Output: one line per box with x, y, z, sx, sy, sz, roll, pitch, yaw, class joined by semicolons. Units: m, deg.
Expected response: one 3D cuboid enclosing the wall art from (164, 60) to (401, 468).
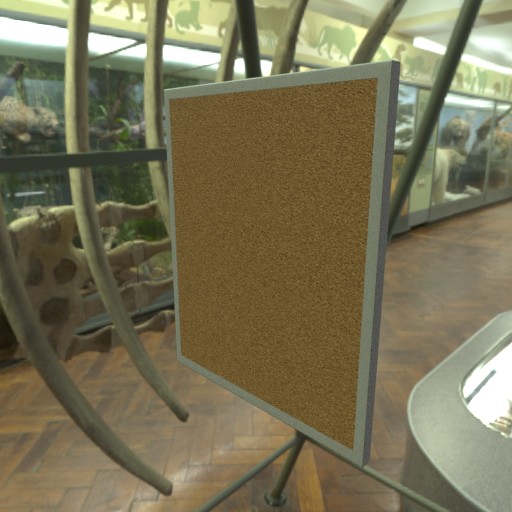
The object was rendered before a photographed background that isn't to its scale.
0.000;0.000;0.717;0.444;0.536;0.020;14;20;43;wall art
